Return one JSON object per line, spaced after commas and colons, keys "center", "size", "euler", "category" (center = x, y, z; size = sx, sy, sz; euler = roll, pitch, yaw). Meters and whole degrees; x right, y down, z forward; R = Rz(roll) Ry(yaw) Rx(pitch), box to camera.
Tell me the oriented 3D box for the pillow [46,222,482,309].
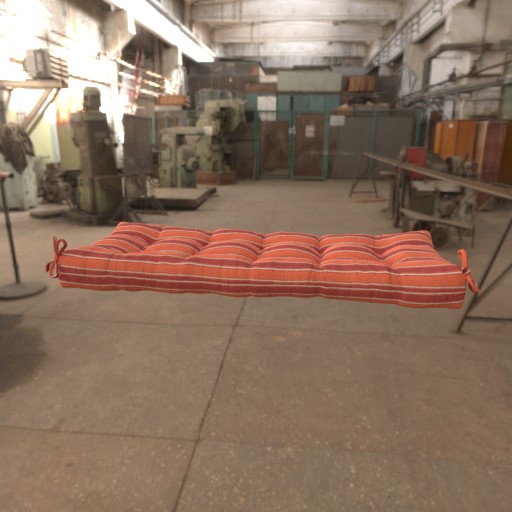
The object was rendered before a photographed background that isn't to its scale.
{"center": [0.000, 0.000, 1.363], "size": [1.194, 0.174, 0.511], "euler": [2, 16, 8], "category": "pillow"}
